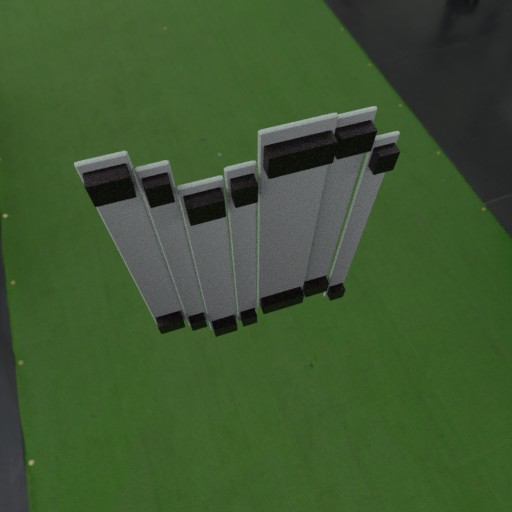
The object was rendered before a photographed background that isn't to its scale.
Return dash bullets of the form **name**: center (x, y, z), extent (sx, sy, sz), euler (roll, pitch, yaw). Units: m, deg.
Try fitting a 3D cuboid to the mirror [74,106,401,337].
- **mirror**: center (0.000, 0.000, 0.813), extent (0.445, 0.611, 0.058), euler (-16, 61, -9)
